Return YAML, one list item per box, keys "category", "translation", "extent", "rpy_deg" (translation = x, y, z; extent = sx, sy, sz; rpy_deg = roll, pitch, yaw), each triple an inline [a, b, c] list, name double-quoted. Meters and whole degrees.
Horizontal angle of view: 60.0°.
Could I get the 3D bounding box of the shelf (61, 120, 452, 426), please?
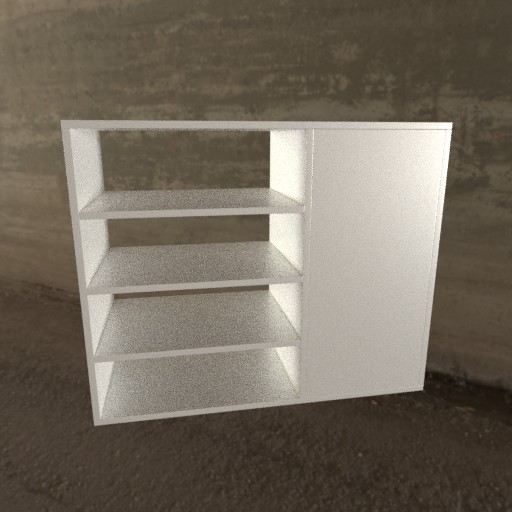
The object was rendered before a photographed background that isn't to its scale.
- category: "shelf"
  translation: [0.000, 0.000, 1.279]
  extent: [0.895, 0.732, 0.396]
  rpy_deg: [-3, 15, -10]
